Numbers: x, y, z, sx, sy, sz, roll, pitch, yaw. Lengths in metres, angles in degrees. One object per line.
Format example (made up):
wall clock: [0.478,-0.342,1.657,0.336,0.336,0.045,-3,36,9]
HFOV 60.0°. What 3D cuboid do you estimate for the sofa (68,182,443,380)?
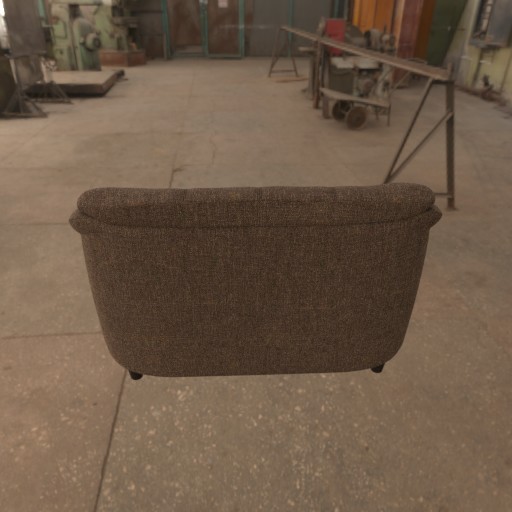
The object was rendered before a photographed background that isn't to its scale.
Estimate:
sofa: [0.000,0.000,1.955,1.404,0.895,0.799,-1,30,-2]
